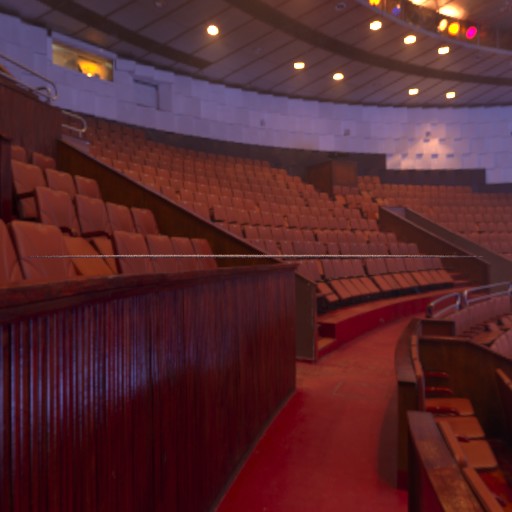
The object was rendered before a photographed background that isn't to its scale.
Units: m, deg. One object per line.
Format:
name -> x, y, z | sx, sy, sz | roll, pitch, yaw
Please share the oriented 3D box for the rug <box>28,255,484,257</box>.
rug -> 0.000, 0.000, 4.175 | 3.056, 0.010, 2.437 | 0, 0, 0
